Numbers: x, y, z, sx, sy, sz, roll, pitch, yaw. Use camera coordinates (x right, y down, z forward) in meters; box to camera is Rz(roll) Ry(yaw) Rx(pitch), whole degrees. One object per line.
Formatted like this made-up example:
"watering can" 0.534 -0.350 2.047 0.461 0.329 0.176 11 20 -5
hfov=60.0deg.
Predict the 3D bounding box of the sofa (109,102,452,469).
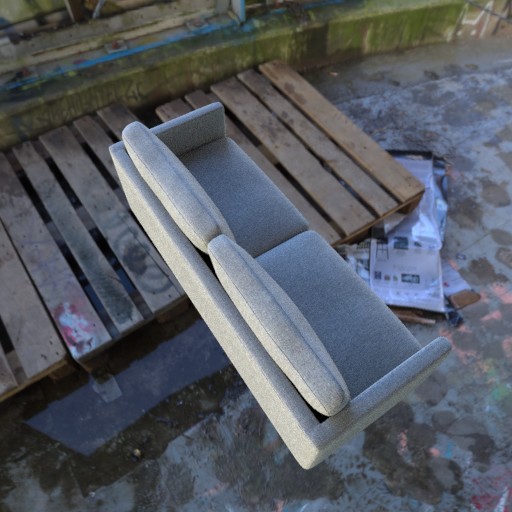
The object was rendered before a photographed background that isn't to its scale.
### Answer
"sofa" 0.000 0.000 2.948 0.948 0.951 2.434 -29 61 -18
